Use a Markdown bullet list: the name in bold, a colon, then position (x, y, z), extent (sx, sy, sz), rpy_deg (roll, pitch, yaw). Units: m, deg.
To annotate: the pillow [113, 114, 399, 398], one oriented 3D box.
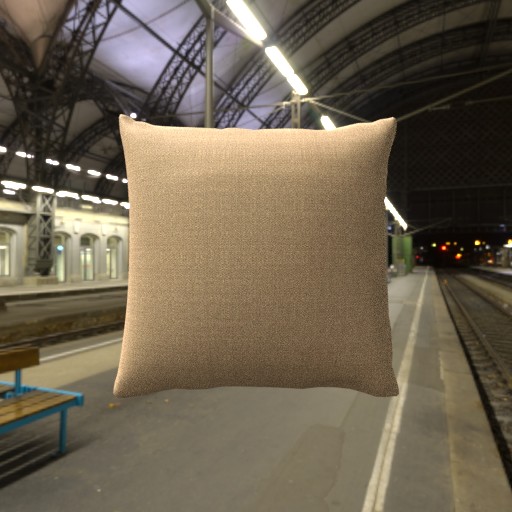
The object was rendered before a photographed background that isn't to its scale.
- **pillow**: position (0.000, 0.000, 0.813), extent (0.521, 0.519, 0.215), rpy_deg (0, 0, 0)
